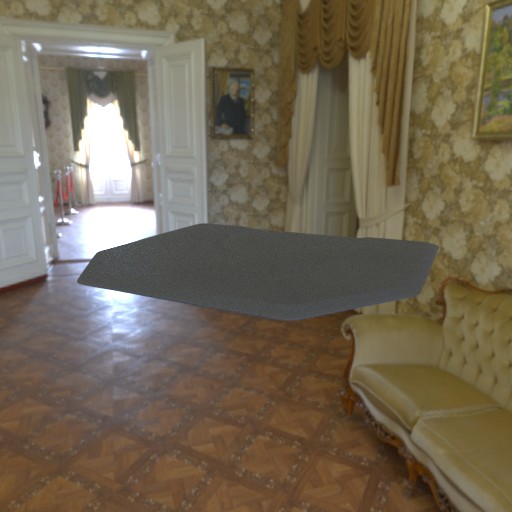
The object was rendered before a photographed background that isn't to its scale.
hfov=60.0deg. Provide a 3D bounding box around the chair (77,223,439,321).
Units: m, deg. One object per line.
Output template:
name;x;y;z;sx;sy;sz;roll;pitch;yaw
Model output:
chair;0.000;0.000;1.886;1.372;0.024;1.219;7;15;25
